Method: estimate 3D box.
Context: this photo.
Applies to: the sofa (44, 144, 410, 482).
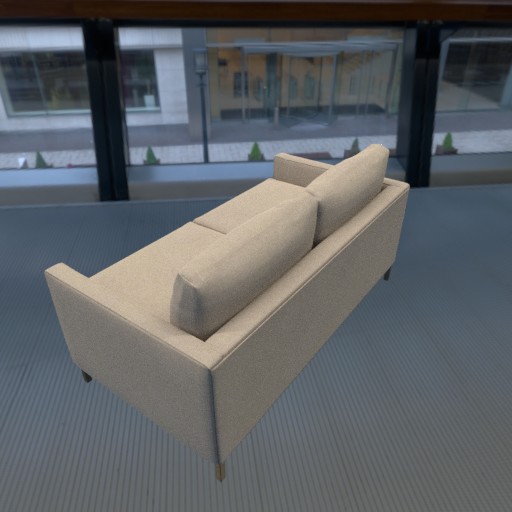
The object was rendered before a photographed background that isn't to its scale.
[{"bbox_3d":[0.000,0.000,2.161,0.875,0.840,1.682,21,38,30],"label":"sofa"}]
